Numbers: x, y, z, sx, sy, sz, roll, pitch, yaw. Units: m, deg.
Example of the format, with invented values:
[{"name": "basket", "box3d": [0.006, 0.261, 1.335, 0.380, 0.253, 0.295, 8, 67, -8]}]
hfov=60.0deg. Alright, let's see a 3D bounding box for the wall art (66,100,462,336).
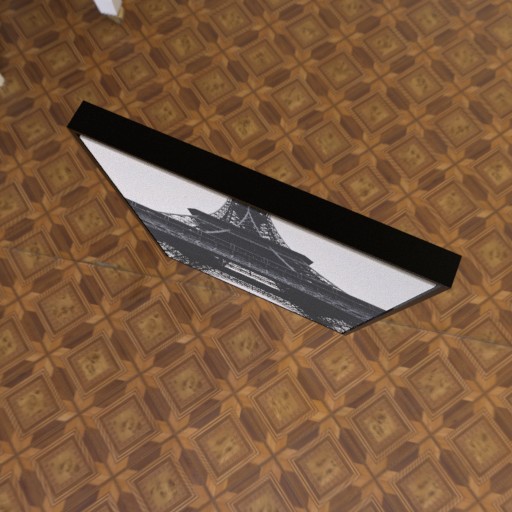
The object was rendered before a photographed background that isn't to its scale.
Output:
[{"name": "wall art", "box3d": [0.000, 0.000, 0.745, 0.451, 0.553, 0.039, 23, 76, 6]}]
